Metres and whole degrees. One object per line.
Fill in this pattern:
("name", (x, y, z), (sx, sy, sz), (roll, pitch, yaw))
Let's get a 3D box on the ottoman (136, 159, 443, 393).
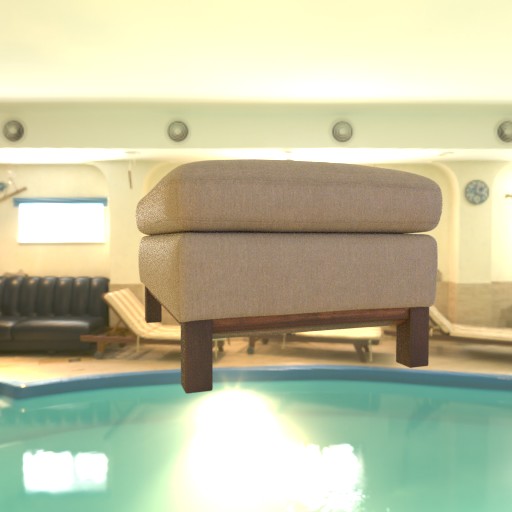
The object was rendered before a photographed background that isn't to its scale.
("ottoman", (0.000, 0.000, 1.078), (0.528, 0.404, 0.735), (-1, 2, -19))
